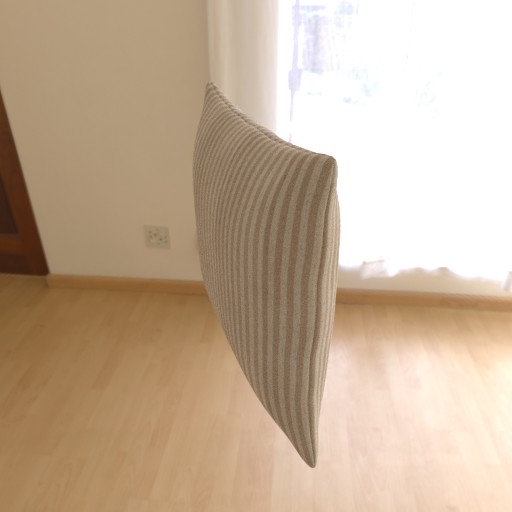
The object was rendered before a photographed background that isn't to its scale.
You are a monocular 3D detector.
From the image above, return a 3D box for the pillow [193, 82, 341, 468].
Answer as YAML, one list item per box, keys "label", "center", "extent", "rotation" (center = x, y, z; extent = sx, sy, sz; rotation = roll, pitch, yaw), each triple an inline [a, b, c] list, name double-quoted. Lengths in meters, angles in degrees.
- label: "pillow"
  center: [0.000, 0.000, 0.790]
  extent: [0.166, 0.510, 0.523]
  rotation: [-10, 32, -17]
